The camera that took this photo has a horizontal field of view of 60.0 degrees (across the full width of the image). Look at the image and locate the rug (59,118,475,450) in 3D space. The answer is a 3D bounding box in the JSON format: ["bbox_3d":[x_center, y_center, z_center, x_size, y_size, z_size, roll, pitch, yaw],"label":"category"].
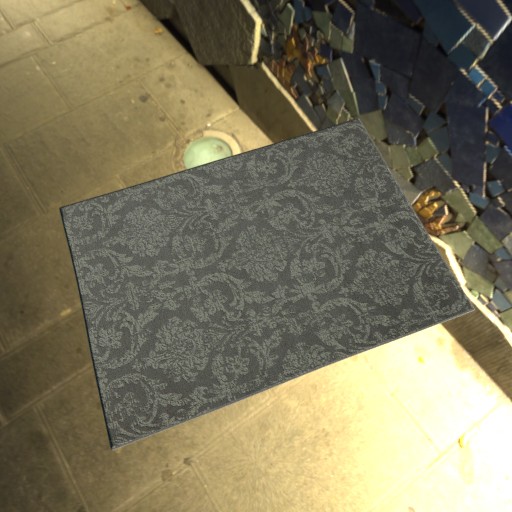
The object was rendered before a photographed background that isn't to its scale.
[{"bbox_3d":[0.000,0.000,2.794,2.206,0.014,1.578,-19,66,-8],"label":"rug"}]
